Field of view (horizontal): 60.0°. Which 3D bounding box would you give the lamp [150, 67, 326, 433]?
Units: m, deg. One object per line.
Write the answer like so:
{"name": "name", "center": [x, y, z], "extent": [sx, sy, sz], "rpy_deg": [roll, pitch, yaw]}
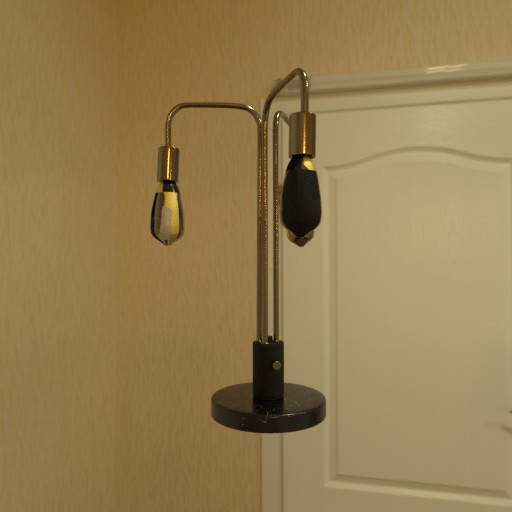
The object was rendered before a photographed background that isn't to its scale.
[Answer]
{"name": "lamp", "center": [0.000, 0.000, 0.779], "extent": [0.355, 0.560, 0.368], "rpy_deg": [0, -1, -17]}
